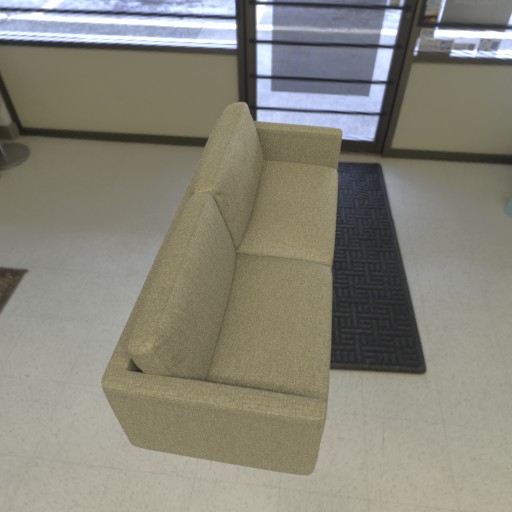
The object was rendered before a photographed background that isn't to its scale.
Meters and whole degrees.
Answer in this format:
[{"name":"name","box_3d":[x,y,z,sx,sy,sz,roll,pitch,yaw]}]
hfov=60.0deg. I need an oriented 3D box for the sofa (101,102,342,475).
[{"name":"sofa","box_3d":[0.000,0.000,2.680,0.956,0.960,2.208,7,46,6]}]
